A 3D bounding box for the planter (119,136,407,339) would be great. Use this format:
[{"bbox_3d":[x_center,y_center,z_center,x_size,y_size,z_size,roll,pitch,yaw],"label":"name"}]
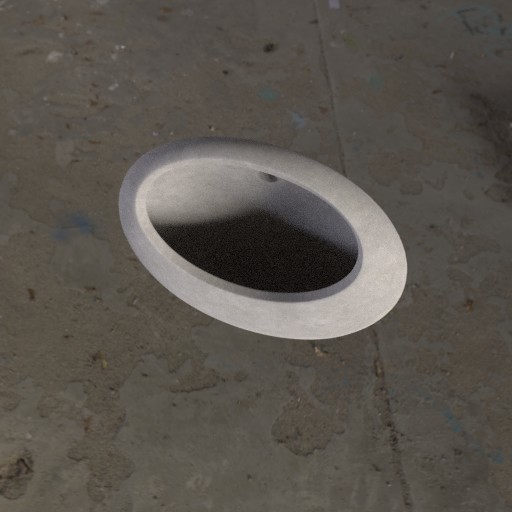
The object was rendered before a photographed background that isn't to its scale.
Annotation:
[{"bbox_3d":[0.000,0.000,0.285,0.185,0.188,0.071,15,60,9],"label":"planter"}]
